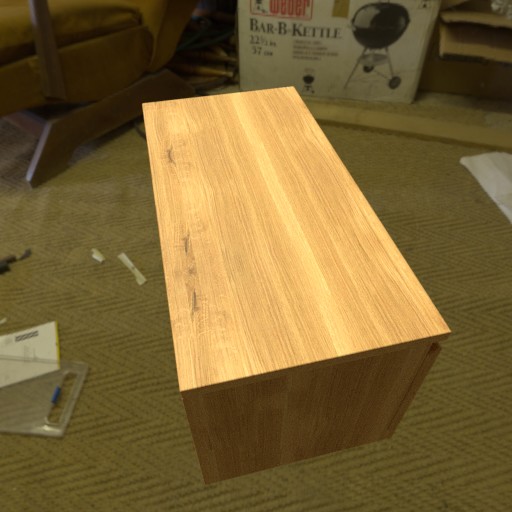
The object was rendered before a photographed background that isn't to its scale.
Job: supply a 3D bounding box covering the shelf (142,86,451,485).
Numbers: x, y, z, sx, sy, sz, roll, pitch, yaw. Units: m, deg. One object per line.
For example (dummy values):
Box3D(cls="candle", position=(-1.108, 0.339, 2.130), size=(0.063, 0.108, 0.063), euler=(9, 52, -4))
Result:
Box3D(cls="shelf", position=(0.000, 0.000, 1.030), size=(0.400, 0.400, 0.800), euler=(-10, 47, -9))
